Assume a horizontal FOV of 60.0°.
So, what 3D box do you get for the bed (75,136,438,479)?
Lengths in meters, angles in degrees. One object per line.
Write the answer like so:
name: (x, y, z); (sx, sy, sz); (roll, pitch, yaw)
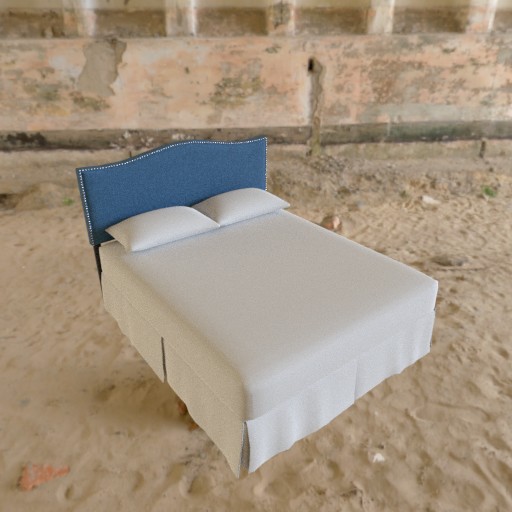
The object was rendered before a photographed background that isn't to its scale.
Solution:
bed: (0.000, 0.000, 2.922); (1.610, 1.169, 1.872); (-20, 34, -33)
